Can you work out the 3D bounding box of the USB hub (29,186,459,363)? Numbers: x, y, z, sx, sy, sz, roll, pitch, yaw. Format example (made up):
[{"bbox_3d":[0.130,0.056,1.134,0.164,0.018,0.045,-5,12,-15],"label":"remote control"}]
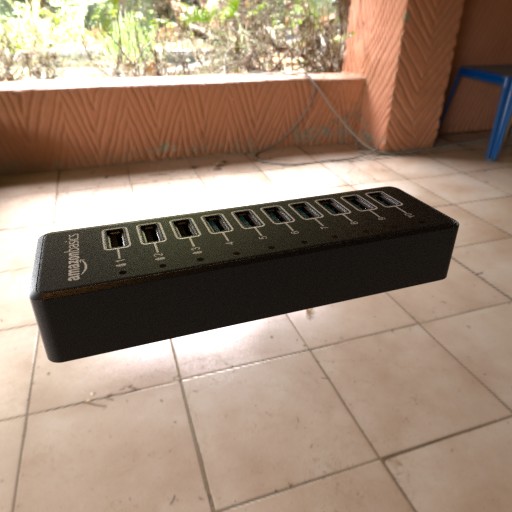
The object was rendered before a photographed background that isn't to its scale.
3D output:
[{"bbox_3d":[0.000,0.000,0.162,0.145,0.023,0.044,-10,31,-17],"label":"USB hub"}]
